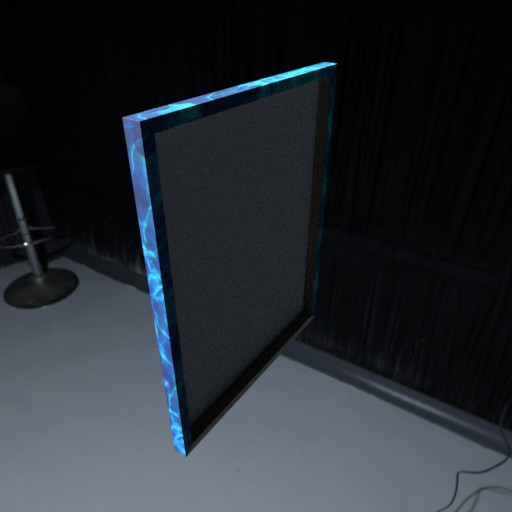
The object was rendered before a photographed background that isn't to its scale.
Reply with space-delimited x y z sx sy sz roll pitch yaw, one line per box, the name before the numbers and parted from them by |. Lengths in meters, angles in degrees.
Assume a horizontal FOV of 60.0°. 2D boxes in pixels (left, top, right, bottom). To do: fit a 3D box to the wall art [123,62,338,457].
wall art | 0.000 0.000 1.032 0.038 0.760 0.609 20 37 29
